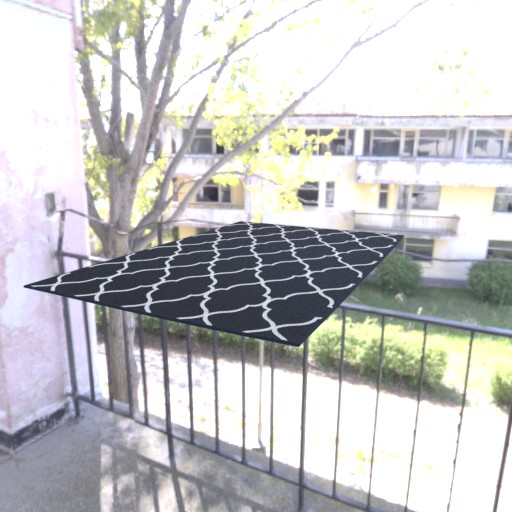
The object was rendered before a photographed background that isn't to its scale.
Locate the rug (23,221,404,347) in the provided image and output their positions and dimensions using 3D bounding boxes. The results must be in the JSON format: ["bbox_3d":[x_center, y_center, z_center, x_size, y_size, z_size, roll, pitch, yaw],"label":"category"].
[{"bbox_3d":[0.000,0.000,2.909,1.526,0.014,2.290,7,16,26],"label":"rug"}]
